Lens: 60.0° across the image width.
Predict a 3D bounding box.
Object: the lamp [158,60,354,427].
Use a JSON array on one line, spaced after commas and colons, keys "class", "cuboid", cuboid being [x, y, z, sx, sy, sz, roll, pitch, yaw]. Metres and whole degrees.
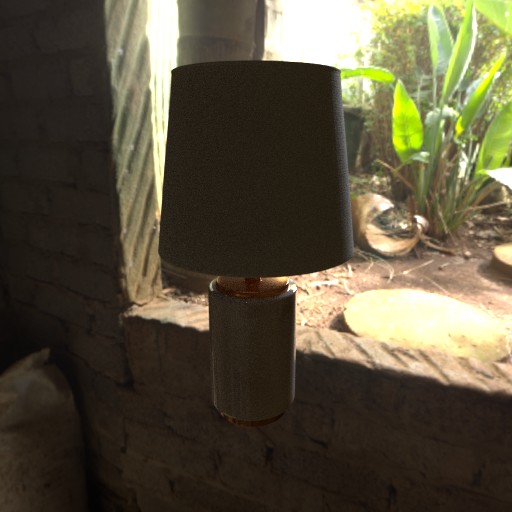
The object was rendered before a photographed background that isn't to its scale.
[{"class": "lamp", "cuboid": [0.000, 0.000, 0.441, 0.189, 0.340, 0.189, 0, 16, 0]}]
